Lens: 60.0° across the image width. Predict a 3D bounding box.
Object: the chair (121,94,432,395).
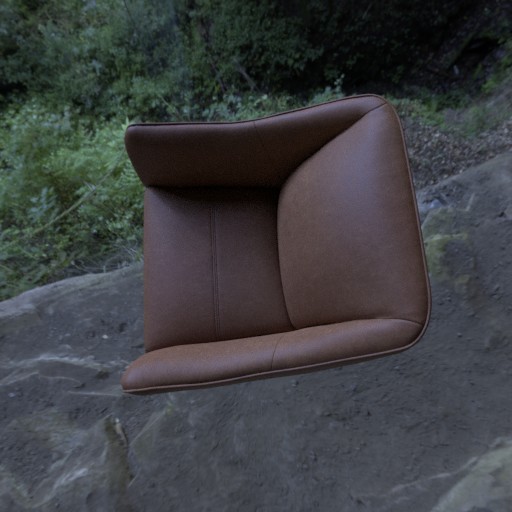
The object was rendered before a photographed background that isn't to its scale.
[{"bbox_3d":[0.000,0.000,1.545,0.852,0.830,0.871,-4,75,-1],"label":"chair"}]
